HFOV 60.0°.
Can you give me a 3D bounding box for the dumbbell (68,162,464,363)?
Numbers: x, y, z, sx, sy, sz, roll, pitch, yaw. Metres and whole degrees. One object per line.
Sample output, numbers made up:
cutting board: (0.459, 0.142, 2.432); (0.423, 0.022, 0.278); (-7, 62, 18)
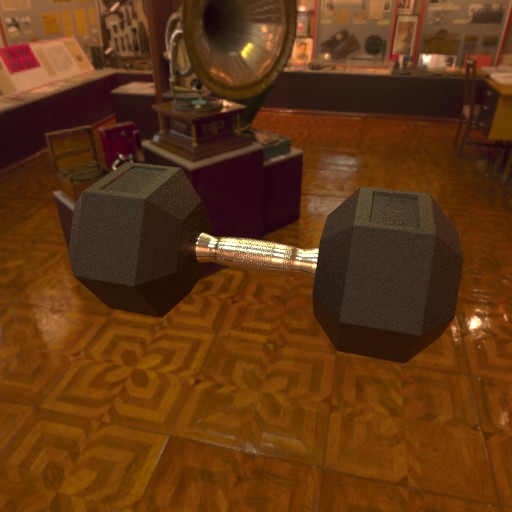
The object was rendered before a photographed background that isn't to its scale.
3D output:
dumbbell: (0.000, 0.000, 0.439); (0.361, 0.137, 0.157); (8, 33, 13)
